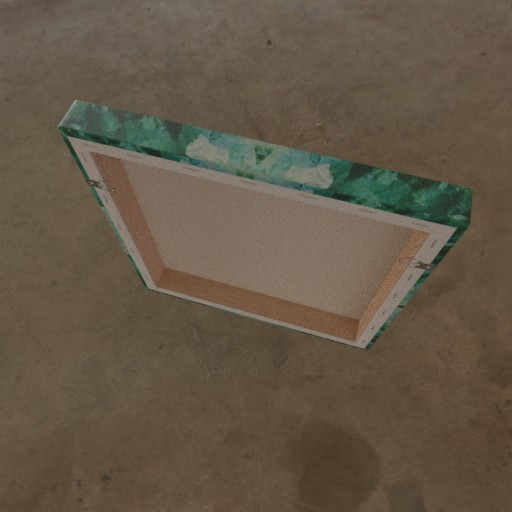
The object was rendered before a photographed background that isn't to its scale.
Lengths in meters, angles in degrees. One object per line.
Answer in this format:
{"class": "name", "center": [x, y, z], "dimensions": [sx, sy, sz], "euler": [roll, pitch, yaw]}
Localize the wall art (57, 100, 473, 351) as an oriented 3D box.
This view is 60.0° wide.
{"class": "wall art", "center": [0.000, 0.000, 0.465], "dimensions": [0.313, 0.313, 0.033], "euler": [15, 63, 8]}
